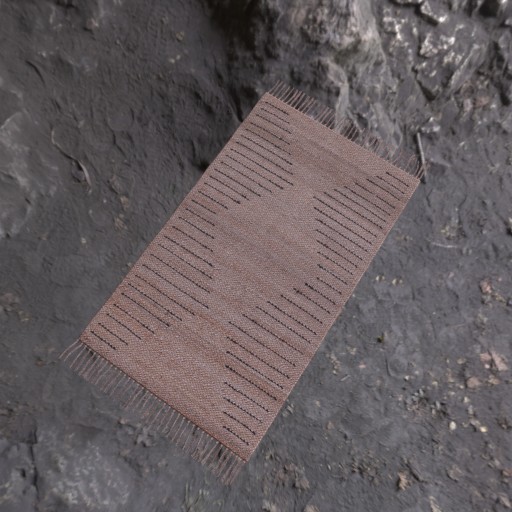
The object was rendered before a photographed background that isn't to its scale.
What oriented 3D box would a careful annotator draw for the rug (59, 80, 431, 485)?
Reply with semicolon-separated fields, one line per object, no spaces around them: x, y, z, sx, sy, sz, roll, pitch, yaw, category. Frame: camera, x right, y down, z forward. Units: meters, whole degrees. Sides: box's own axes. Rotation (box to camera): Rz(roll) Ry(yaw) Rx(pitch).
0.000;0.000;2.022;0.905;0.017;1.718;33;77;8;rug
